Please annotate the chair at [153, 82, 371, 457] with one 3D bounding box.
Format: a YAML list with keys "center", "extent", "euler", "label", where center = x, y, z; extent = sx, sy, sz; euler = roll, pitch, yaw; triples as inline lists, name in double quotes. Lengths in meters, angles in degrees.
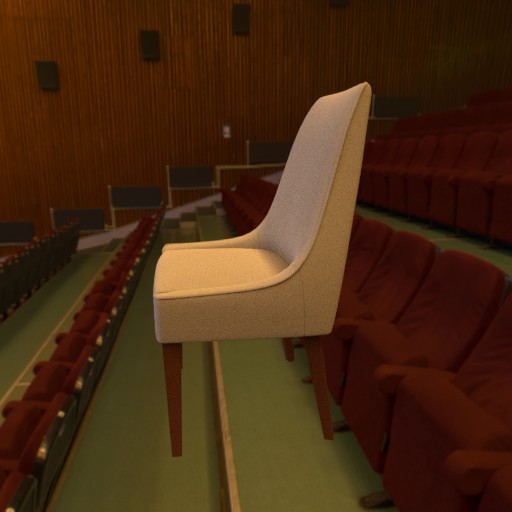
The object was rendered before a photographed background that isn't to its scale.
- center: [0.000, 0.000, 1.209]
  extent: [0.544, 0.861, 0.529]
  euler: [-2, 14, -9]
  label: "chair"
